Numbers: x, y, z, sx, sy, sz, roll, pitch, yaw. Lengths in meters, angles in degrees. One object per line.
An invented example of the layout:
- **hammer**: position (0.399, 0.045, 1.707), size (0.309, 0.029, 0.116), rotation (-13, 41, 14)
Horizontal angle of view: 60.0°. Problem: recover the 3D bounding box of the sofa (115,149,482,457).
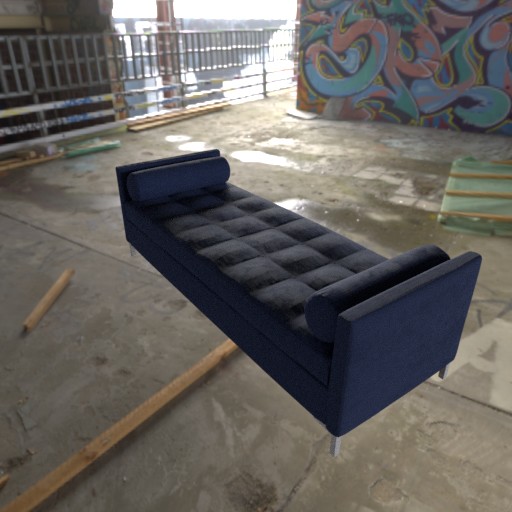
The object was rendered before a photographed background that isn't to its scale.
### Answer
- **sofa**: position (0.000, 0.000, 2.479), size (0.797, 0.657, 2.102), rotation (-19, 34, -31)
